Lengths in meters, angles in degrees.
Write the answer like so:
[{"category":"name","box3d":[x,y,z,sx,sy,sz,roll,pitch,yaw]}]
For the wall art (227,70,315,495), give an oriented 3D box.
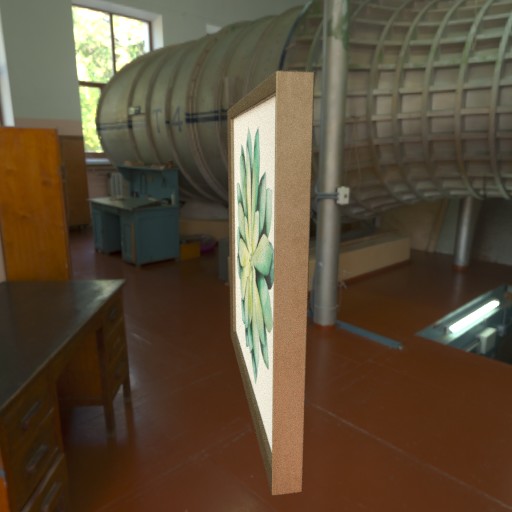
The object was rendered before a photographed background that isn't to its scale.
[{"category":"wall art","box3d":[0.000,0.000,0.748,0.040,0.506,0.503,-2,14,-9]}]
